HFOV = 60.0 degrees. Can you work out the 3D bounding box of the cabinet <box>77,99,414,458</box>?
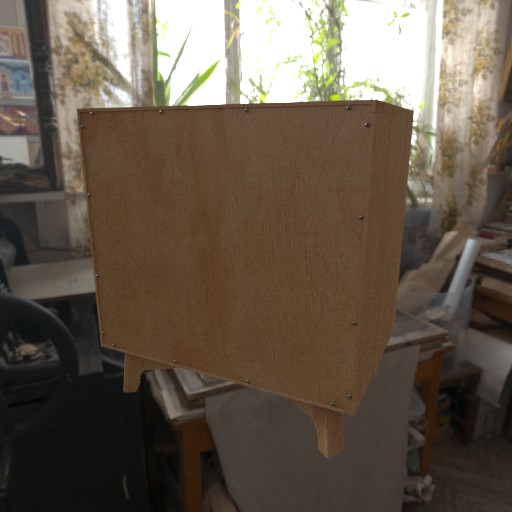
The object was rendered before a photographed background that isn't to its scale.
[{"bbox_3d":[0.000,0.000,0.957,0.551,0.599,0.394,8,17,25],"label":"cabinet"}]
